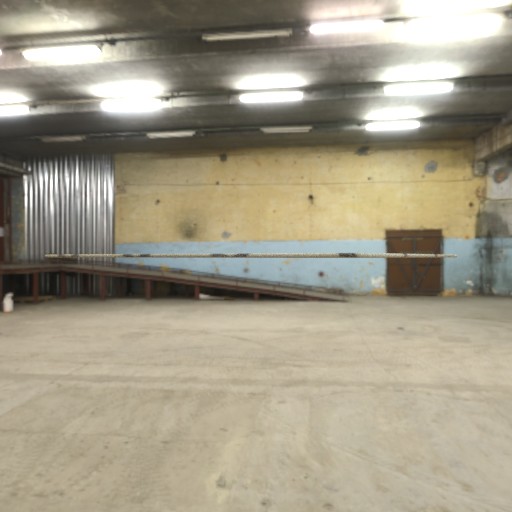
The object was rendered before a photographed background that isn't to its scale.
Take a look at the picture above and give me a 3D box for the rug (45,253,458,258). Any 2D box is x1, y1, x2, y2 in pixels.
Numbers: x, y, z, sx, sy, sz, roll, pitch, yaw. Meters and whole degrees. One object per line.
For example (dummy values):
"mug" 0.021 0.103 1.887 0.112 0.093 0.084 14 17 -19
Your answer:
"rug" 0.000 0.000 4.087 3.000 0.026 2.399 0 0 36
